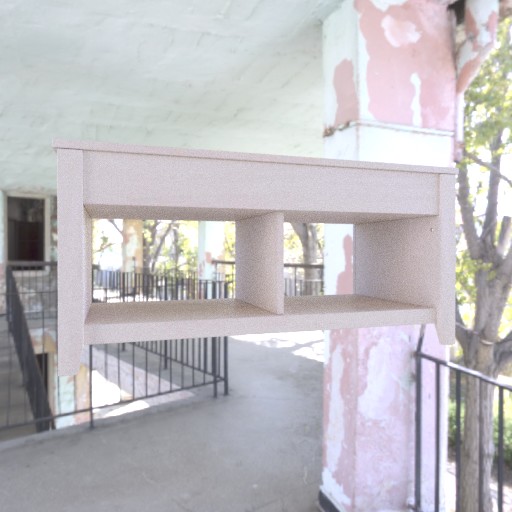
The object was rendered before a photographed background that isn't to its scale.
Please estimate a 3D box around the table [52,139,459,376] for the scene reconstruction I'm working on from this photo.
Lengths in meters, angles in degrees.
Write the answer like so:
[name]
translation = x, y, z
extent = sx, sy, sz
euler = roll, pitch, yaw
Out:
[table]
translation = 0.000, 0.000, 1.272
extent = 1.016, 0.483, 0.457
euler = 0, 1, -18
